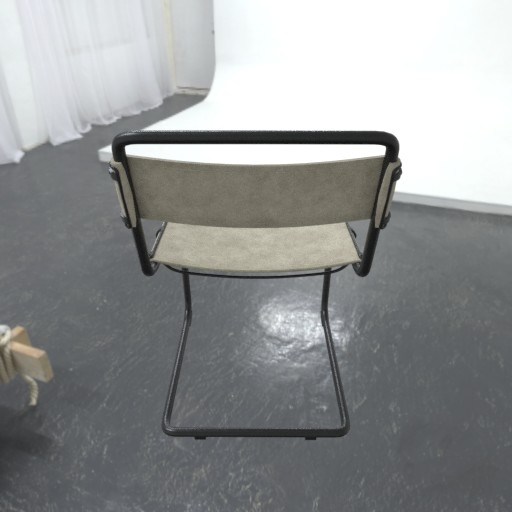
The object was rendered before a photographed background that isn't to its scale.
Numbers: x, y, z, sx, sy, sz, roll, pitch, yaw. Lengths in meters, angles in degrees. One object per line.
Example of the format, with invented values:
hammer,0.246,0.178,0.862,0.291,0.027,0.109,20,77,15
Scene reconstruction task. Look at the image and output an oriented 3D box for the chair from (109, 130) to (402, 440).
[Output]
chair,0.000,0.000,1.090,0.499,0.747,0.497,0,31,0
